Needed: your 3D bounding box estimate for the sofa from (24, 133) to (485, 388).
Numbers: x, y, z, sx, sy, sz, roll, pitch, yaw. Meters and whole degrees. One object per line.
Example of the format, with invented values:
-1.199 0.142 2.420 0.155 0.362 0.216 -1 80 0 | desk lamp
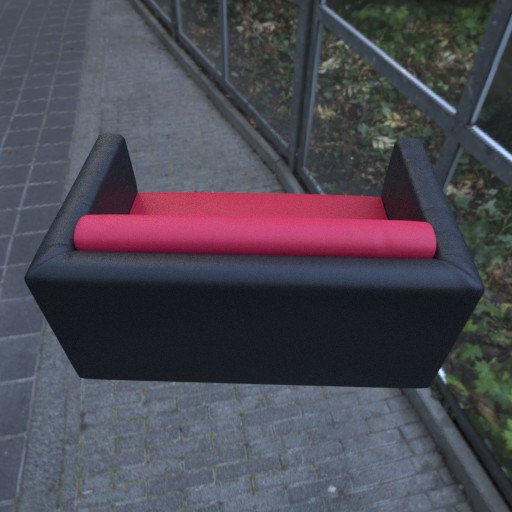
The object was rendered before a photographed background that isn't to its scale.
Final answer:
0.000 0.000 1.838 1.410 0.735 0.845 1 46 1 | sofa
